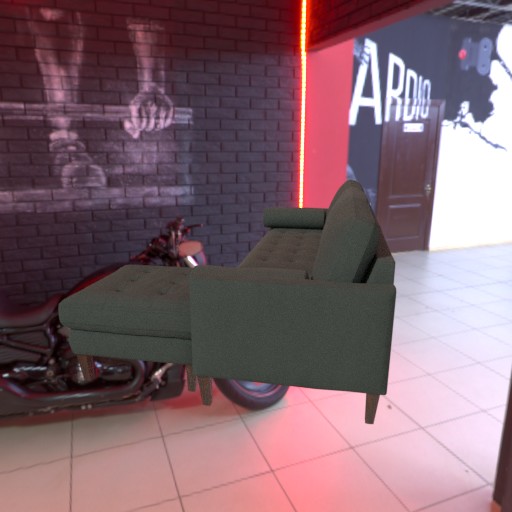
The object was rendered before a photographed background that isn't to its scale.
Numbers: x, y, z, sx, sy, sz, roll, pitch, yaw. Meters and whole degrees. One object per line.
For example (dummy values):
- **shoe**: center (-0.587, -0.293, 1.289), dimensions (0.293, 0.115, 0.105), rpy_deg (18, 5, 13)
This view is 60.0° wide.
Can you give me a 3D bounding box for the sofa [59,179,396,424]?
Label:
- **sofa**: center (0.000, 0.000, 2.881), dimensions (1.506, 0.876, 2.178), rpy_deg (3, 14, 11)
